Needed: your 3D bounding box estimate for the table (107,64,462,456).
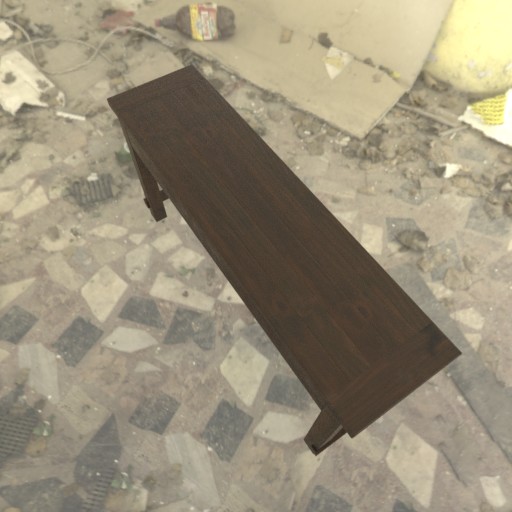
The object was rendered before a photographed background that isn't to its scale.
[{"bbox_3d":[0.000,0.000,1.904,0.442,0.762,1.599,-30,63,-17],"label":"table"}]
